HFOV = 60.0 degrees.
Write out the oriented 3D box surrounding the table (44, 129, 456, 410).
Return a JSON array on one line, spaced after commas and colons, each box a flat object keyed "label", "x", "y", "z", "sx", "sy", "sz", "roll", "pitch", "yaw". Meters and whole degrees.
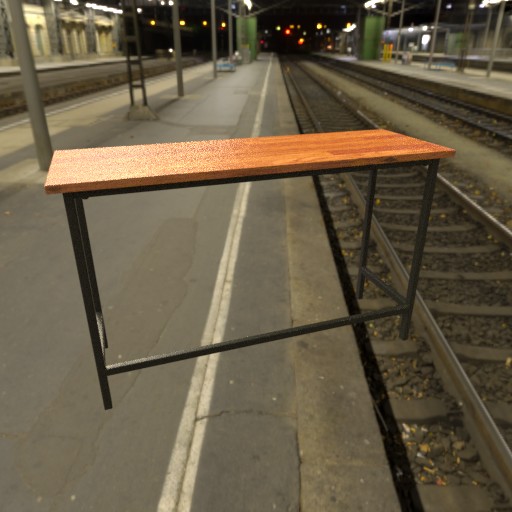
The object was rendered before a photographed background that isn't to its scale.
[{"label": "table", "x": 0.000, "y": 0.000, "z": 1.560, "sx": 1.204, "sy": 0.740, "sz": 0.408, "roll": -8, "pitch": 27, "yaw": -17}]
